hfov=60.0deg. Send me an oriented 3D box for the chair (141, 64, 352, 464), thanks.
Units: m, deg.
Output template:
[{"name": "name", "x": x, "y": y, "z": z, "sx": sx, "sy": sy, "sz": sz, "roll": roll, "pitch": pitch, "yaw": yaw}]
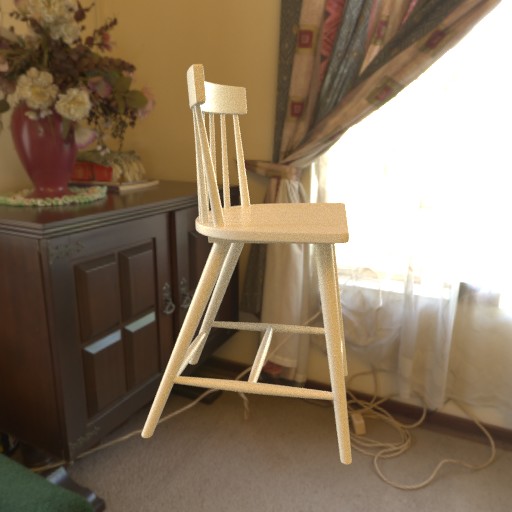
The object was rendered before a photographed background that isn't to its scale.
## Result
[{"name": "chair", "x": 0.000, "y": 0.000, "z": 1.264, "sx": 0.572, "sy": 0.952, "sz": 0.483, "roll": 3, "pitch": 15, "yaw": 10}]
